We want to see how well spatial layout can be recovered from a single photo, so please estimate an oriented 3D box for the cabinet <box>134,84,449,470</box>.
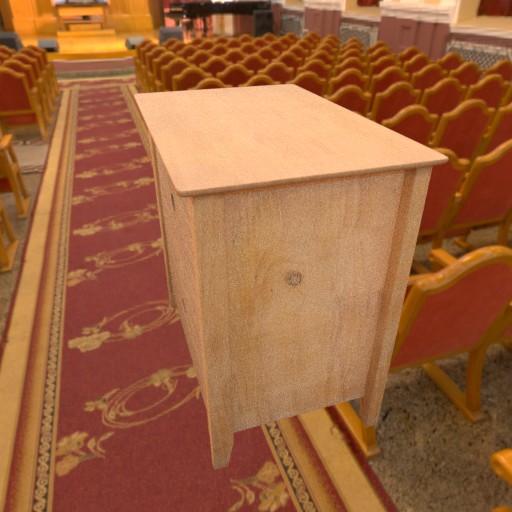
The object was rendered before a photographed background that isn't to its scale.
[{"bbox_3d":[0.000,0.000,1.248,0.503,0.762,0.763,-10,33,-15],"label":"cabinet"}]
